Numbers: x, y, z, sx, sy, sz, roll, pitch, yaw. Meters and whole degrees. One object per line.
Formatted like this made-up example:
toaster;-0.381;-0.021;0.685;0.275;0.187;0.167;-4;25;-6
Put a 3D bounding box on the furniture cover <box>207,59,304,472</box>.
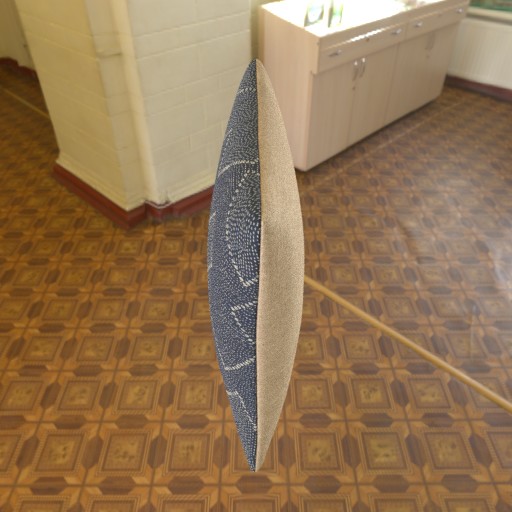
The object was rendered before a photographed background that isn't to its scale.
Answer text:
furniture cover;0.000;0.000;0.761;0.162;0.503;0.511;0;40;0
